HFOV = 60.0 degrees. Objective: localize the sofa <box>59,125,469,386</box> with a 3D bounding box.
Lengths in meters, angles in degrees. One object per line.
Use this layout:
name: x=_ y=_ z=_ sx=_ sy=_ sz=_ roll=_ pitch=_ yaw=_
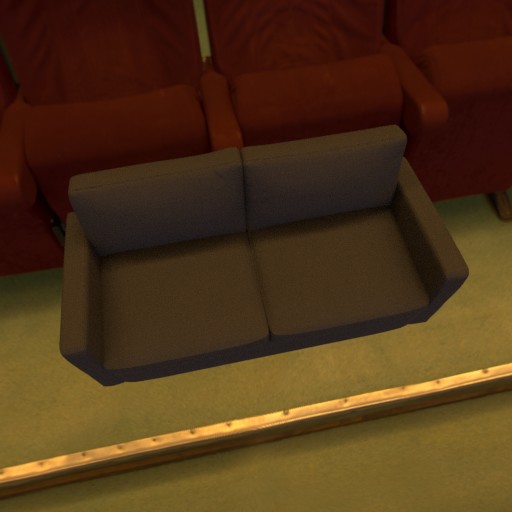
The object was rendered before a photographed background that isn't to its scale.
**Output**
sofa: x=0.000 y=0.000 z=2.278 sx=1.852 sy=0.839 sz=0.898 roll=-10 pitch=64 yaw=-5
